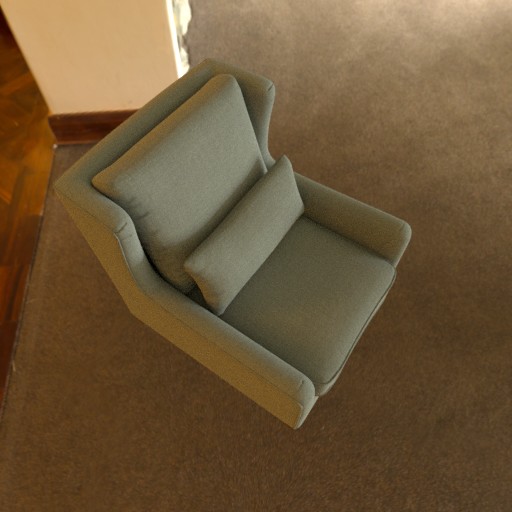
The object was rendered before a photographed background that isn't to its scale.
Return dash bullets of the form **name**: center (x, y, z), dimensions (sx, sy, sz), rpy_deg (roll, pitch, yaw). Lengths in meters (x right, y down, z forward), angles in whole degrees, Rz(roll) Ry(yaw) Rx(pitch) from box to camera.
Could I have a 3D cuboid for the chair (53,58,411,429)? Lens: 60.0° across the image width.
- **chair**: center (0.000, 0.000, 1.825), dimensions (1.040, 1.056, 0.866), rpy_deg (30, 62, 18)
